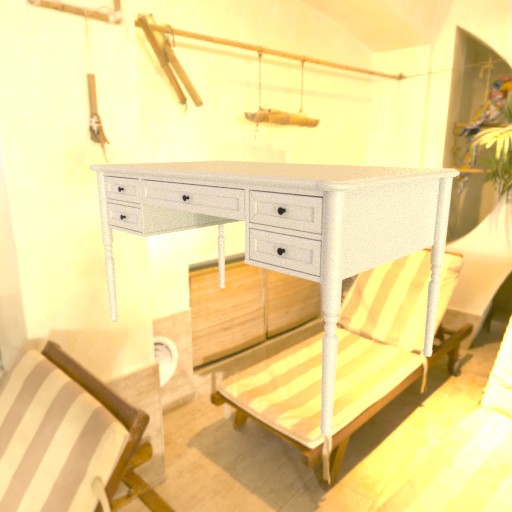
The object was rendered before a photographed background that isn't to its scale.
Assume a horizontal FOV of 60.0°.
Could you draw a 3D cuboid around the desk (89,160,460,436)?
[{"bbox_3d":[0.000,0.000,1.922,1.380,0.762,0.807,13,19,43],"label":"desk"}]
